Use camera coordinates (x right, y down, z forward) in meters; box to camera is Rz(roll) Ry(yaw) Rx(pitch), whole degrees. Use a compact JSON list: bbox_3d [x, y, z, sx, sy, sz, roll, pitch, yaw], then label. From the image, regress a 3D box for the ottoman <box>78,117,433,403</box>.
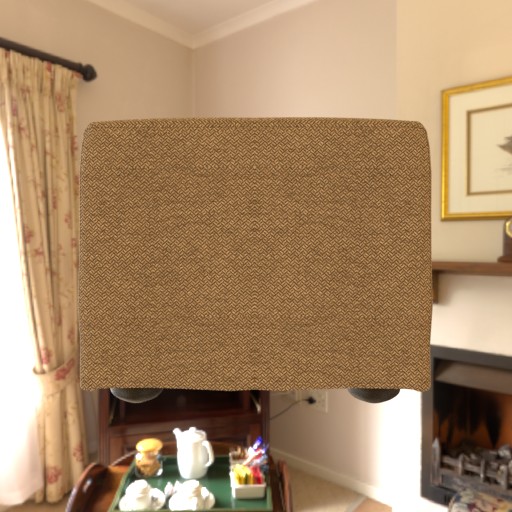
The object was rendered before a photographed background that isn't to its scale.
[{"bbox_3d":[0.000,0.000,0.883,0.519,0.453,0.512,0,1,0],"label":"ottoman"}]
